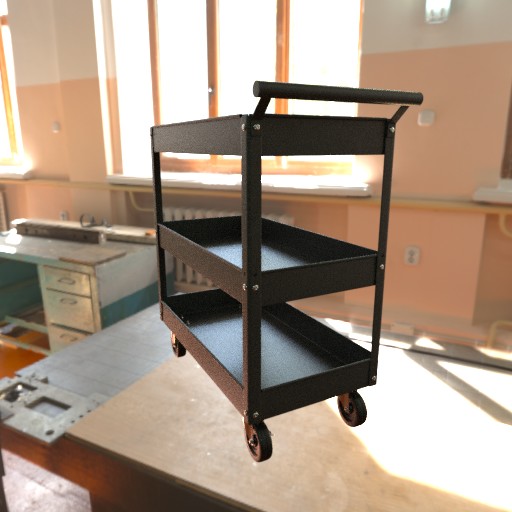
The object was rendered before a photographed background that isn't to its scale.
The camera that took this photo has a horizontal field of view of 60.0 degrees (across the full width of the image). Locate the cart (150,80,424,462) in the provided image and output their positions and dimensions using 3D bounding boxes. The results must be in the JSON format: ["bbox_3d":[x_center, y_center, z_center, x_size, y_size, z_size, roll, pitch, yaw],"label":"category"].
[{"bbox_3d":[0.000,0.000,1.188,0.366,0.780,0.719,-7,16,-27],"label":"cart"}]
